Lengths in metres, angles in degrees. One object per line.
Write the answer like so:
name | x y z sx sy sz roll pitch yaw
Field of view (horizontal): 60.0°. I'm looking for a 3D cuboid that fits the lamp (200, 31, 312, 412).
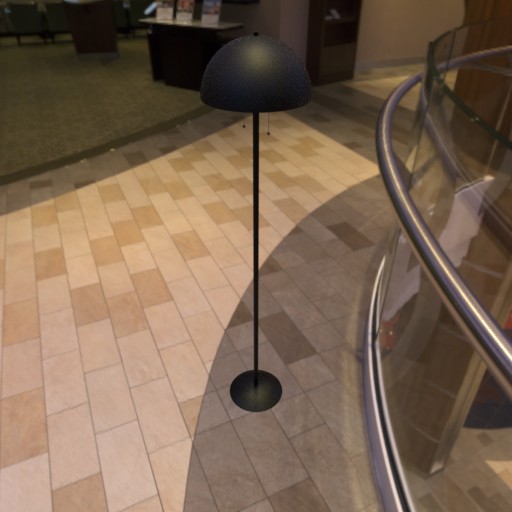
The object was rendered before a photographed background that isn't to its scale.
lamp | 0.000 0.000 1.627 0.328 1.480 0.328 11 35 16
